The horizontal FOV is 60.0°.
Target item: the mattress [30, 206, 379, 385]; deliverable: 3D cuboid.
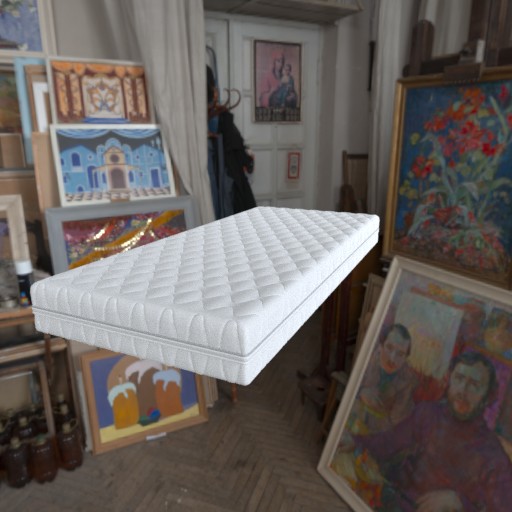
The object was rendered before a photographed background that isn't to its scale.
[{"bbox_3d":[0.000,0.000,2.323,0.900,0.200,2.000,7,17,25],"label":"mattress"}]
